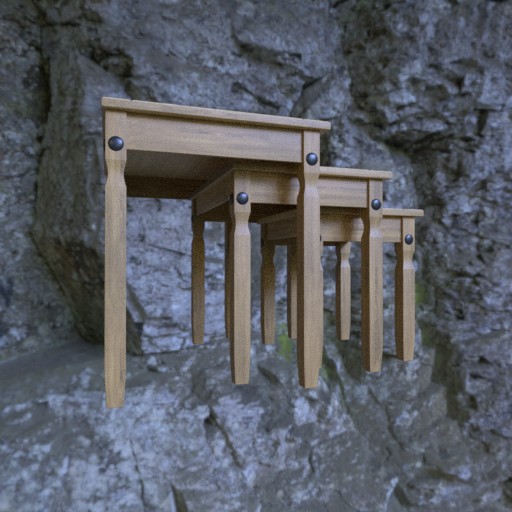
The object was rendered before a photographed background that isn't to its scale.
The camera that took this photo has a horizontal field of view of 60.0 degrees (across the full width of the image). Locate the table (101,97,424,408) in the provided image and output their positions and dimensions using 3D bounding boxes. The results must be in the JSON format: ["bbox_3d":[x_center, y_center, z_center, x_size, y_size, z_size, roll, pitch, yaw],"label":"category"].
[{"bbox_3d":[0.000,0.000,1.185,0.773,0.535,0.660,0,-1,-18],"label":"table"}]
